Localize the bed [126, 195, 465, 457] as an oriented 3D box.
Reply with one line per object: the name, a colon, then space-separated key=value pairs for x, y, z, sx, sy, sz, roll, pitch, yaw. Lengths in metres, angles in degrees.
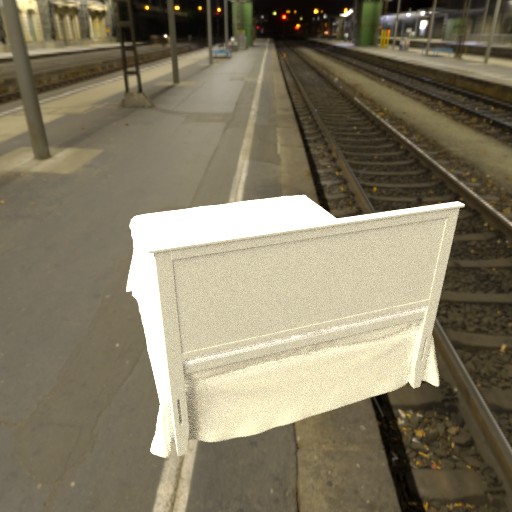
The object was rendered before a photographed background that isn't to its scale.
bed: x=0.000 y=0.000 z=3.205 sx=1.876 sy=1.269 sz=2.047 roll=-9 pitch=28 yaw=-17
